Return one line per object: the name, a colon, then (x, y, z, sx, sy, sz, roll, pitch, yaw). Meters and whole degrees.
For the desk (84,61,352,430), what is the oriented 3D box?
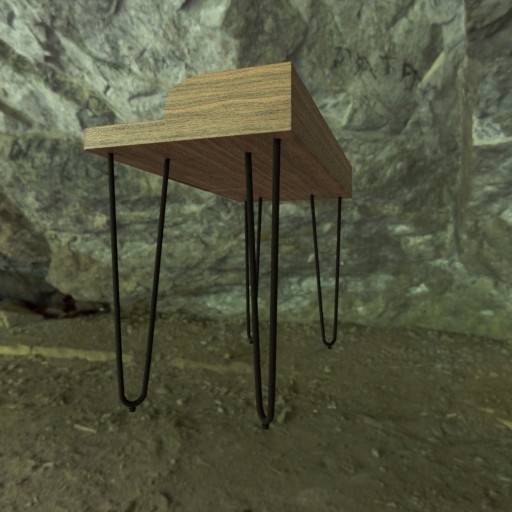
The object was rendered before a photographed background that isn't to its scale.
desk: (0.000, 0.000, 1.630, 0.565, 0.854, 1.200, 0, 0, 18)
